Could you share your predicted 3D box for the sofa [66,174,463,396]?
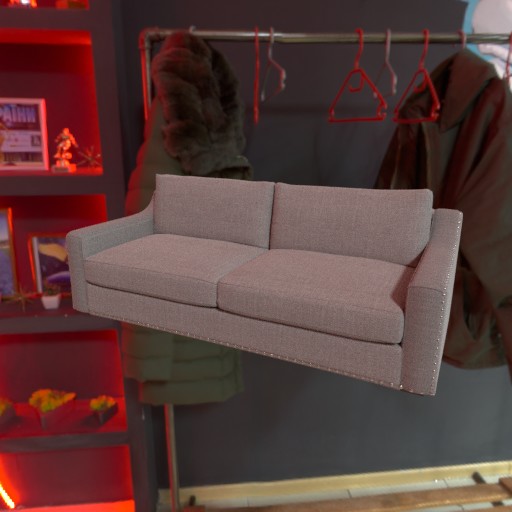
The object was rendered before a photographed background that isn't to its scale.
[{"bbox_3d":[0.000,0.000,2.706,2.208,0.857,1.000,8,18,25],"label":"sofa"}]
